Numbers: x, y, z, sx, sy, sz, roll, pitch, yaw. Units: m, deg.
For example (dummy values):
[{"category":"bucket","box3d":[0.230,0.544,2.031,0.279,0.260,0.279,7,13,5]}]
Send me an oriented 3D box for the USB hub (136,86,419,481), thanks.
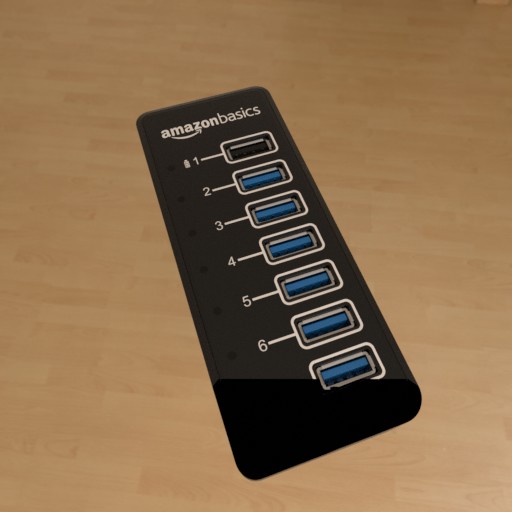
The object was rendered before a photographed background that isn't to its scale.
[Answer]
[{"category":"USB hub","box3d":[0.000,0.000,0.128,0.044,0.023,0.110,-17,63,-9]}]
